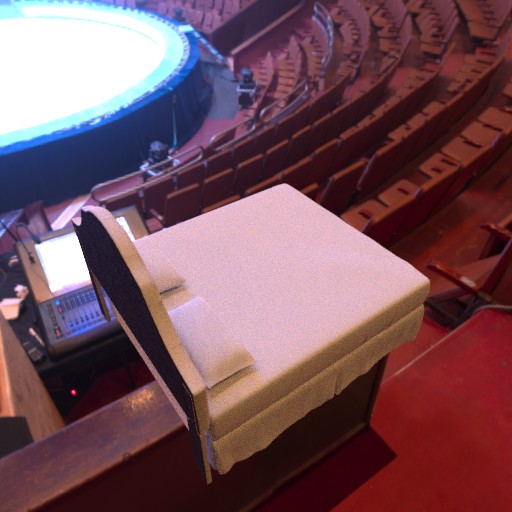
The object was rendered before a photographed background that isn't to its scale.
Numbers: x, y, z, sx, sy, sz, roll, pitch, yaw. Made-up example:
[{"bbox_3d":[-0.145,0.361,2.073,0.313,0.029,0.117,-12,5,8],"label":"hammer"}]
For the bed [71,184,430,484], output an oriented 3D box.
[{"bbox_3d":[0.000,0.000,3.572,2.214,1.615,2.008,-25,46,-27],"label":"bed"}]
